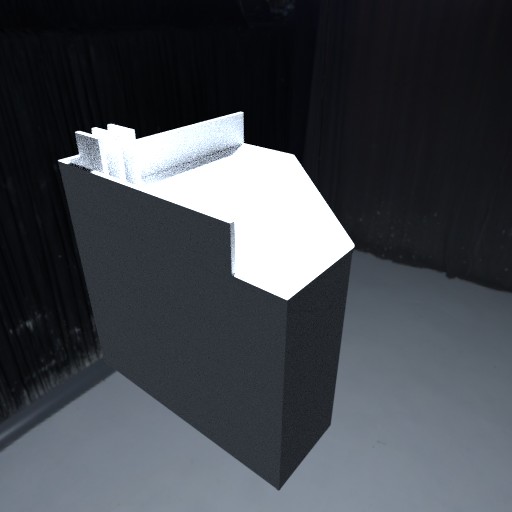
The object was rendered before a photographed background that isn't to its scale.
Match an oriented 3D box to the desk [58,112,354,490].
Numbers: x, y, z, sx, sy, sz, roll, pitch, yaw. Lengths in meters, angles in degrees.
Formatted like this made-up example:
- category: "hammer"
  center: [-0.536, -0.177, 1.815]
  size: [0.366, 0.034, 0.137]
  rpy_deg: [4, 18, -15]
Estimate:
- category: "desk"
  center: [0.000, 0.000, 1.747]
  size: [0.940, 0.986, 0.940]
  rpy_deg: [22, 37, 33]
